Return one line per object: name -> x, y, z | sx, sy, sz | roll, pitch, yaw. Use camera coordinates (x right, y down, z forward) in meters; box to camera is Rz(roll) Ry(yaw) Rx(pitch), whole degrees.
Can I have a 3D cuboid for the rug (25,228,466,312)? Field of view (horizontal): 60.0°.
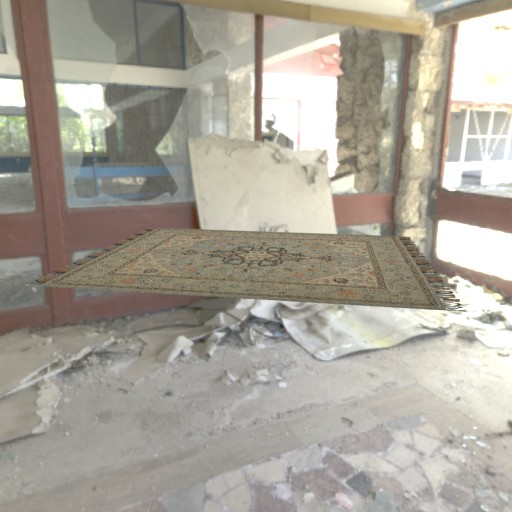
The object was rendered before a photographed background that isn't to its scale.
rug -> 0.000, 0.000, 3.522 | 2.651, 0.010, 1.971 | 2, 15, 10
